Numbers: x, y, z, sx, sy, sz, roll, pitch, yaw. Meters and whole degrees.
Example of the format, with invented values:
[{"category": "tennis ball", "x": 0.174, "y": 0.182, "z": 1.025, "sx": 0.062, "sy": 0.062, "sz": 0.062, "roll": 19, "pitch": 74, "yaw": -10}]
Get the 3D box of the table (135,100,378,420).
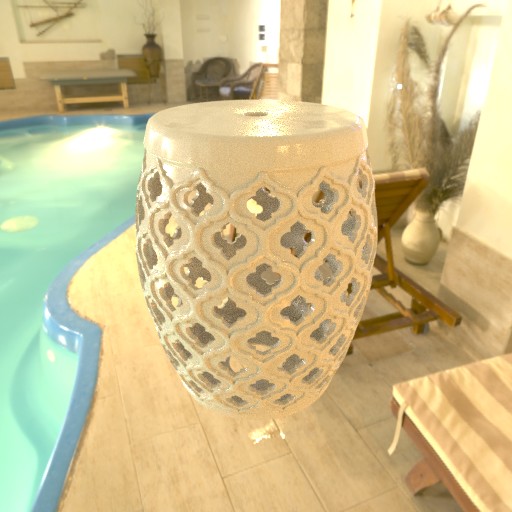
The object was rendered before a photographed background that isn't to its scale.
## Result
[{"category": "table", "x": 0.000, "y": 0.000, "z": 0.628, "sx": 0.325, "sy": 0.388, "sz": 0.325, "roll": 0, "pitch": 27, "yaw": 0}]
